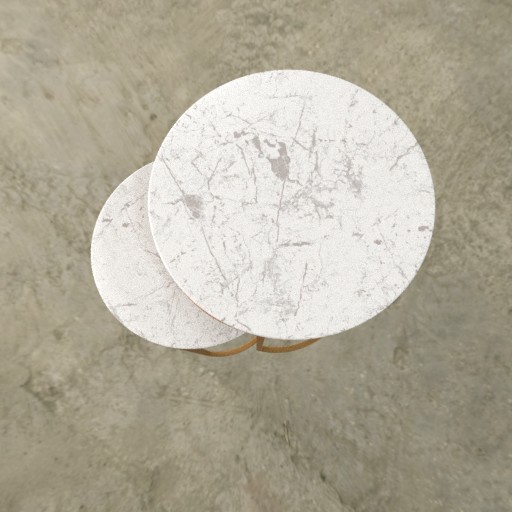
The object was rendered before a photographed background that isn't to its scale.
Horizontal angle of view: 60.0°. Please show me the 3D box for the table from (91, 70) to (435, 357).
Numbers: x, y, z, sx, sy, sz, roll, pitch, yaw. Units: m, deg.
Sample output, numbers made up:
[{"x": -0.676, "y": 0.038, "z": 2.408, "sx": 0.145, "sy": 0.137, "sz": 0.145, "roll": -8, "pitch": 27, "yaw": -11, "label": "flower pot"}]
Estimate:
[{"x": 0.000, "y": 0.000, "z": 0.880, "sx": 0.507, "sy": 0.550, "sz": 0.400, "roll": -22, "pitch": 77, "yaw": -5, "label": "table"}]
